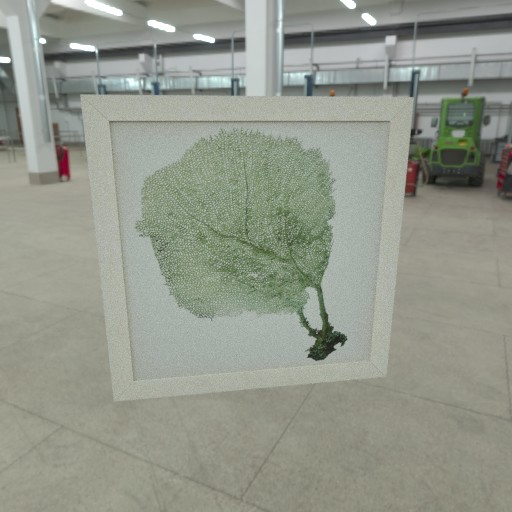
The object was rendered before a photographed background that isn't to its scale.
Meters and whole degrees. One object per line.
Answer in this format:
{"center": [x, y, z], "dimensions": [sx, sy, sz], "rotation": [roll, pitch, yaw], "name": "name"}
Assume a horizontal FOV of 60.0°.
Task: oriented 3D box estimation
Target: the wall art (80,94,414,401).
{"center": [0.000, 0.000, 0.863], "dimensions": [0.584, 0.584, 0.013], "rotation": [-3, 17, -9], "name": "wall art"}
